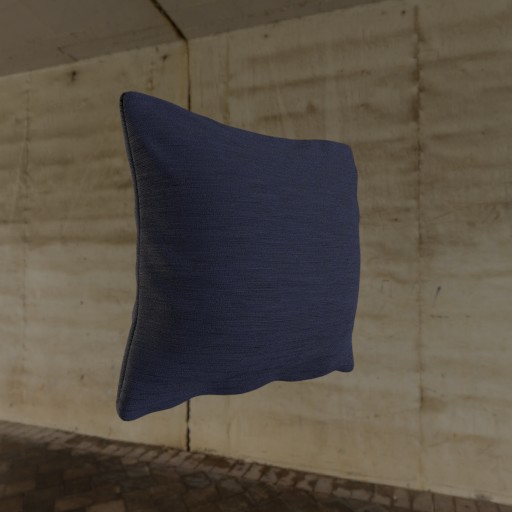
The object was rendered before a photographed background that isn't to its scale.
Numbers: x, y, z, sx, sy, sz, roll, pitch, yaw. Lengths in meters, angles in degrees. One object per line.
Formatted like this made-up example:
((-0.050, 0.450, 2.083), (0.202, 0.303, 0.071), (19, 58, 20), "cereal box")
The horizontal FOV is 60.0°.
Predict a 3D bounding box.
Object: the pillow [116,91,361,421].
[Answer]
((0.000, 0.000, 0.680), (0.432, 0.414, 0.246), (1, -2, -37), "pillow")
